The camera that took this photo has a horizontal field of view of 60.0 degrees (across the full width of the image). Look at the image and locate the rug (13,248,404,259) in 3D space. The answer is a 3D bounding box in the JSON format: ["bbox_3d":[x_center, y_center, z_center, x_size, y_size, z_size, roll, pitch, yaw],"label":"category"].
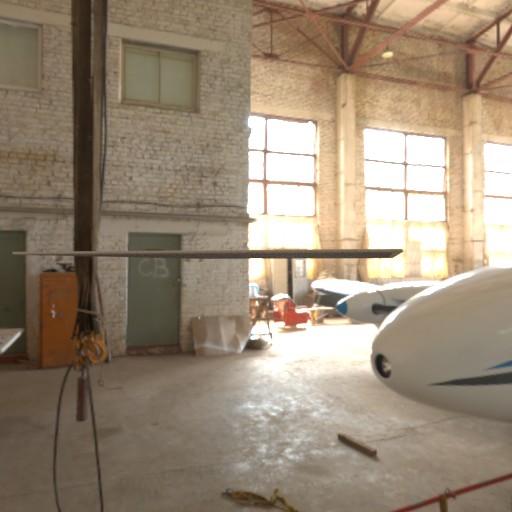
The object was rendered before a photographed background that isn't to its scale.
[{"bbox_3d":[0.000,0.000,3.983,2.407,0.020,3.051,0,-1,16],"label":"rug"}]
